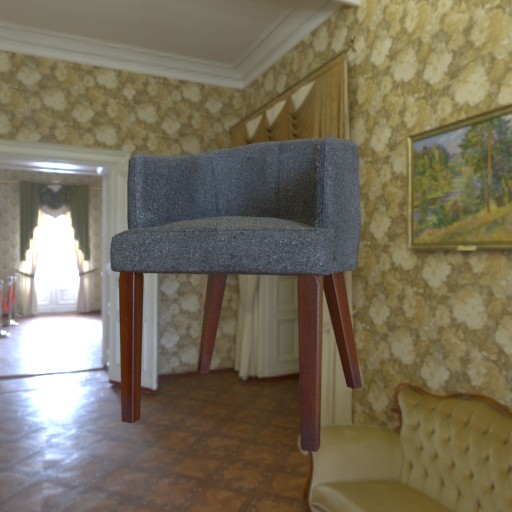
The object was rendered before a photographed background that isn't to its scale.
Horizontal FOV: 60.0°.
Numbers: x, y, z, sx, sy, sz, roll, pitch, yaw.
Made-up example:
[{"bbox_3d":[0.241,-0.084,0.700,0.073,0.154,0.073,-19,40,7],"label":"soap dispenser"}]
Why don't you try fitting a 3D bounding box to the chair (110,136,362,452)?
[{"bbox_3d":[0.000,0.000,1.275,0.583,0.811,0.655,0,0,20],"label":"chair"}]
